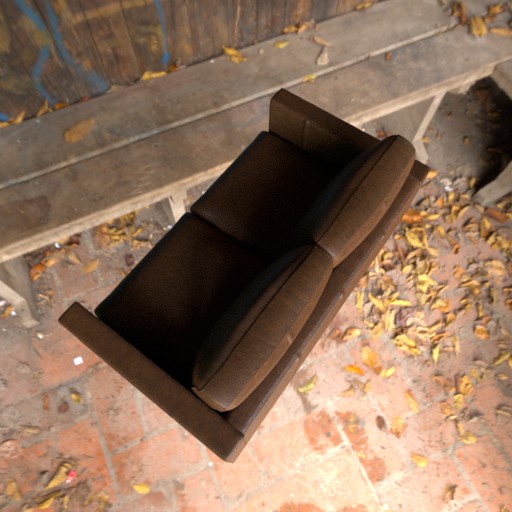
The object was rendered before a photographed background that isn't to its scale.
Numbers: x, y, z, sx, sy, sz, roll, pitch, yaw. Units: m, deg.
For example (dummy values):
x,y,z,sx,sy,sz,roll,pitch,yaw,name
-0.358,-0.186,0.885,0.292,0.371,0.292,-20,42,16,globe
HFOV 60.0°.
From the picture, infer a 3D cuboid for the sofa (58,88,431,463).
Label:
x,y,z,sx,sy,sz,roll,pitch,yaw,name
0.000,0.000,2.130,0.909,0.951,1.578,34,69,15,sofa
